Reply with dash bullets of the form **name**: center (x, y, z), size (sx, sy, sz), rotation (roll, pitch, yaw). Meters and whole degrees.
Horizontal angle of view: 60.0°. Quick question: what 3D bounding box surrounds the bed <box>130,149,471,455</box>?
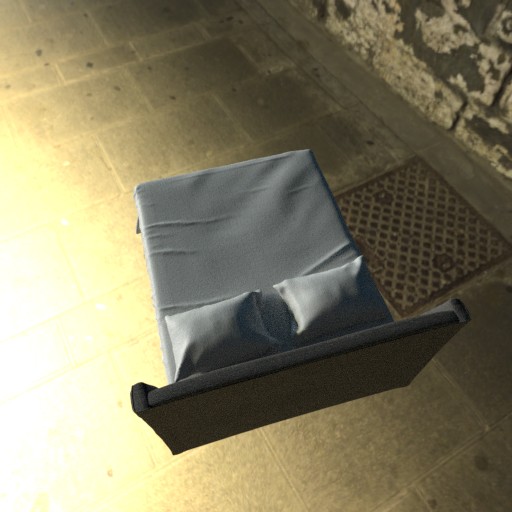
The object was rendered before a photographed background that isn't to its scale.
- **bed**: center (0.000, 0.000, 3.465), size (1.925, 1.332, 2.276), rotation (-13, 58, -8)
